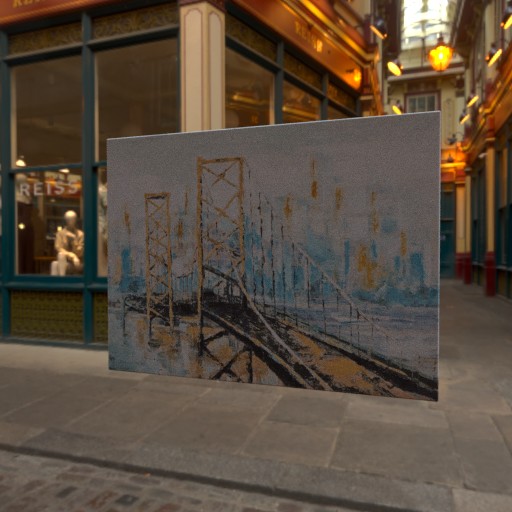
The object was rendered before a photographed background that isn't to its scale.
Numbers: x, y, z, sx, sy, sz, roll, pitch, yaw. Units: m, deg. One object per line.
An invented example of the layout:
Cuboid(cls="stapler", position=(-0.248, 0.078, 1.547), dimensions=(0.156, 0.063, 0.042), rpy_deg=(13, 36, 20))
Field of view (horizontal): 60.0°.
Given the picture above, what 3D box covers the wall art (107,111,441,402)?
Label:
Cuboid(cls="wall art", position=(0.000, 0.000, 1.325), dimensions=(1.016, 0.762, 0.038), rpy_deg=(0, 1, 17))
